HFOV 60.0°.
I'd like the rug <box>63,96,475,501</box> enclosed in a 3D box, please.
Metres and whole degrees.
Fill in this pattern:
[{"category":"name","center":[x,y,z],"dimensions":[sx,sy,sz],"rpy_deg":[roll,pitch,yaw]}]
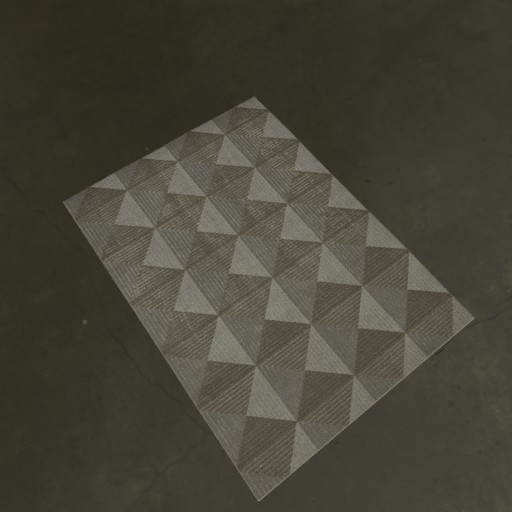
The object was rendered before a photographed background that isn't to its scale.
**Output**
[{"category":"rug","center":[0.000,0.000,4.247],"dimensions":[2.428,0.027,3.333],"rpy_deg":[-34,69,-15]}]
